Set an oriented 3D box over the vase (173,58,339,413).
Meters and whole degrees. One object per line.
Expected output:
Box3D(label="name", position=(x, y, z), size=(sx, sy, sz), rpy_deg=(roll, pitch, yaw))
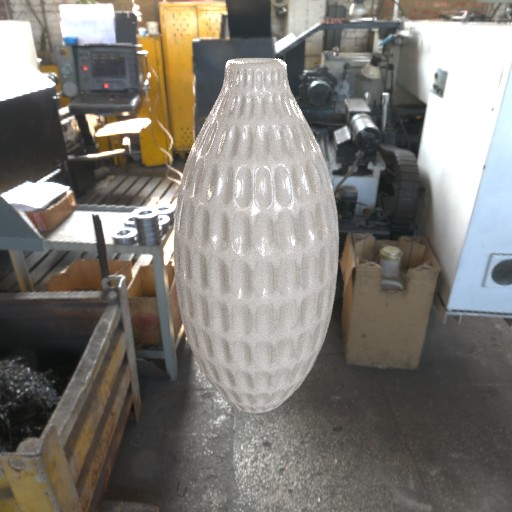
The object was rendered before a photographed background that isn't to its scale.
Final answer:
Box3D(label="vase", position=(0.000, 0.000, 0.348), size=(0.127, 0.282, 0.127), rpy_deg=(0, 28, 0))
